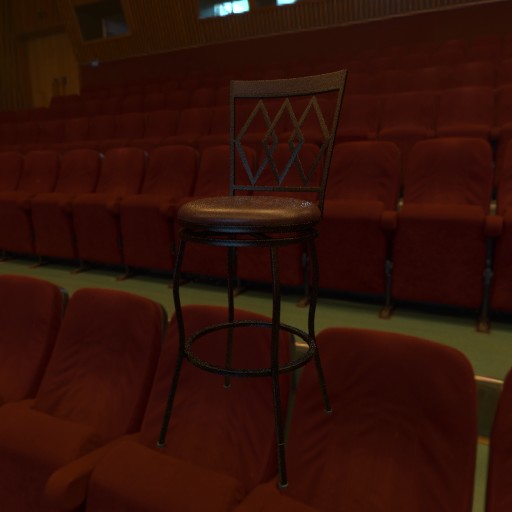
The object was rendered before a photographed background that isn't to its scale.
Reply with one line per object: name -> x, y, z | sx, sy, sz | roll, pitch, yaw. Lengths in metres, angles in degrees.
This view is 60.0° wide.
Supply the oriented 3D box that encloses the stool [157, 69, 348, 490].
stool -> 0.000, 0.000, 1.379 | 0.432, 1.134, 0.521 | 6, 13, 25
